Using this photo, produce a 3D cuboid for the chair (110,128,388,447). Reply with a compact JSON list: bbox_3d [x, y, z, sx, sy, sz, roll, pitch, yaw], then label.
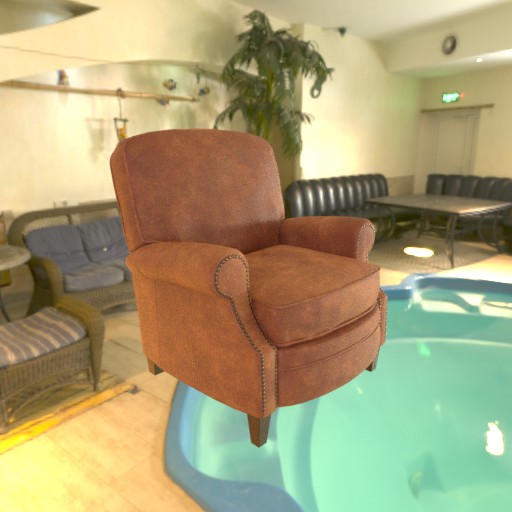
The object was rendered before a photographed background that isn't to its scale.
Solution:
[{"bbox_3d":[0.000,0.000,1.820,0.986,1.018,0.936,14,20,43],"label":"chair"}]
